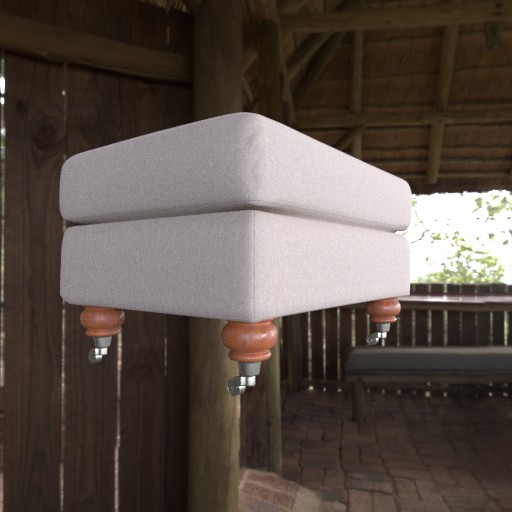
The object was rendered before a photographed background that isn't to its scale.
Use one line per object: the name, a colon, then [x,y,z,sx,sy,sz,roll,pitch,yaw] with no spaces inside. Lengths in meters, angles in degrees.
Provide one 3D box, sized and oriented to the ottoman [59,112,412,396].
ottoman: [0.000,0.000,1.121,0.574,0.497,0.773,-1,-1,37]
